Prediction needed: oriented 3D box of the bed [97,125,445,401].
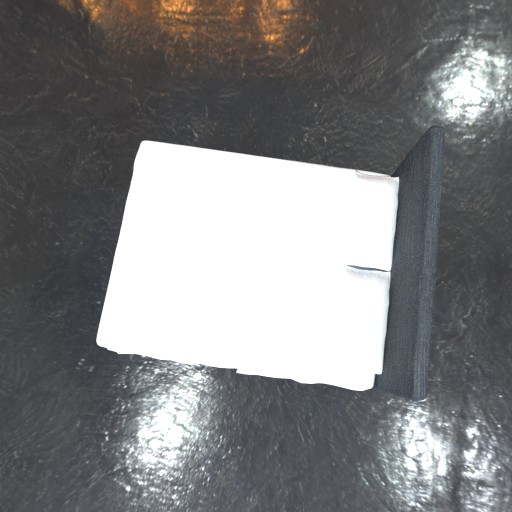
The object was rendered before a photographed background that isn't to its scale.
[{"bbox_3d":[0.000,0.000,3.215,2.142,1.330,1.723,9,78,2],"label":"bed"}]
